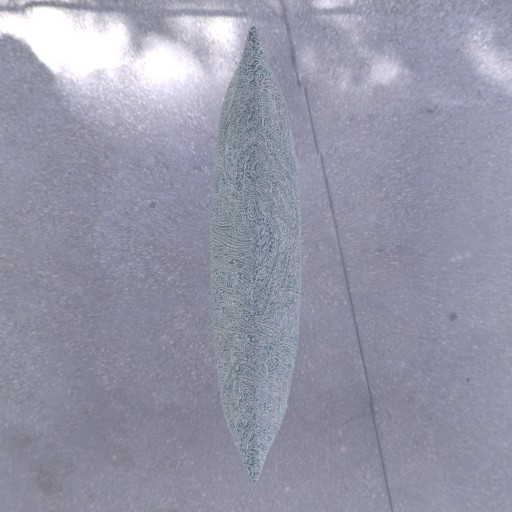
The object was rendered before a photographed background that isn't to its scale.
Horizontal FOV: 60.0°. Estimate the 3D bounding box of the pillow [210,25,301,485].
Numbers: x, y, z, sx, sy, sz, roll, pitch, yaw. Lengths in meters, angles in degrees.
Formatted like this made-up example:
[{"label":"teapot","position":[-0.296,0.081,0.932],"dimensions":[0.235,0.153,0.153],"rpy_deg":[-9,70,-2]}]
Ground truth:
[{"label":"pillow","position":[0.000,0.000,0.735],"dimensions":[0.151,0.295,0.615],"rpy_deg":[0,91,1]}]
